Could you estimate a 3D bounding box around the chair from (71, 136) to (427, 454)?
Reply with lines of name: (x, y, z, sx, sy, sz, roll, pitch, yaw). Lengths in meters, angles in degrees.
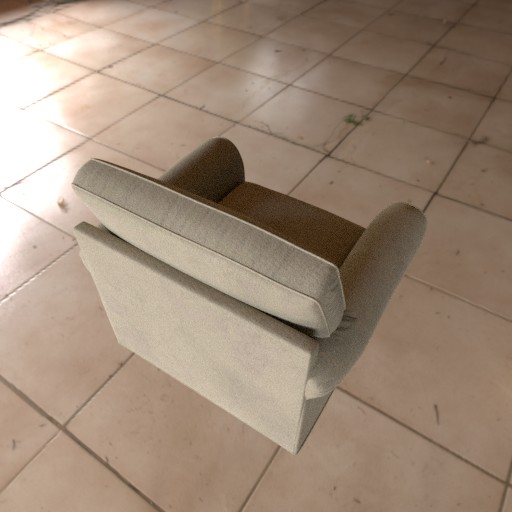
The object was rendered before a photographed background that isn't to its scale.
chair: (0.000, 0.000, 1.868, 1.147, 1.044, 0.939, 25, 51, 22)
